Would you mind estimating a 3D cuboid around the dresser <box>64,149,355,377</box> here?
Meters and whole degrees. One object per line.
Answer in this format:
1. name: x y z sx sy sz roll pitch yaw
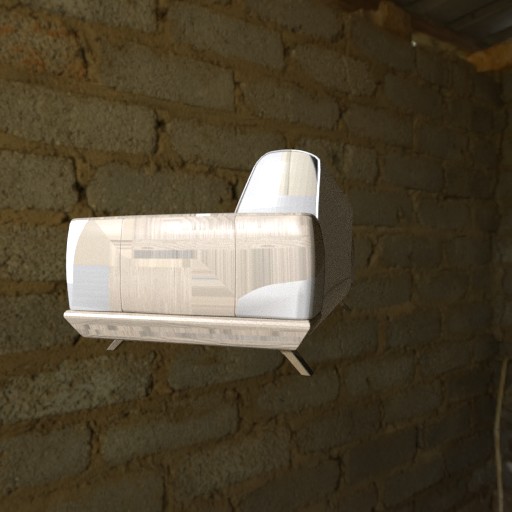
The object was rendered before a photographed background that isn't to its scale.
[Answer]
1. dresser: 0.000 0.000 5.782 2.251 1.863 4.679 0 0 16
